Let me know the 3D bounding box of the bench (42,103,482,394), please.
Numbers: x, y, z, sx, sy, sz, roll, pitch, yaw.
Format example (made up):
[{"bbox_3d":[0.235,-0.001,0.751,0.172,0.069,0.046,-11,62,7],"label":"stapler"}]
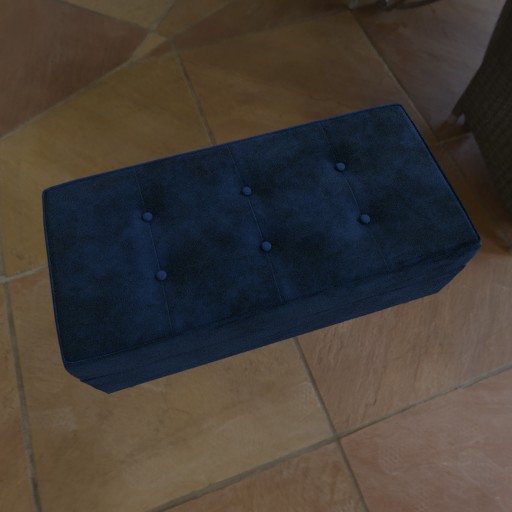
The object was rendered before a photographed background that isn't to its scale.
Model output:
[{"bbox_3d":[0.000,0.000,1.280,1.010,0.467,0.489,-16,66,-7],"label":"bench"}]
